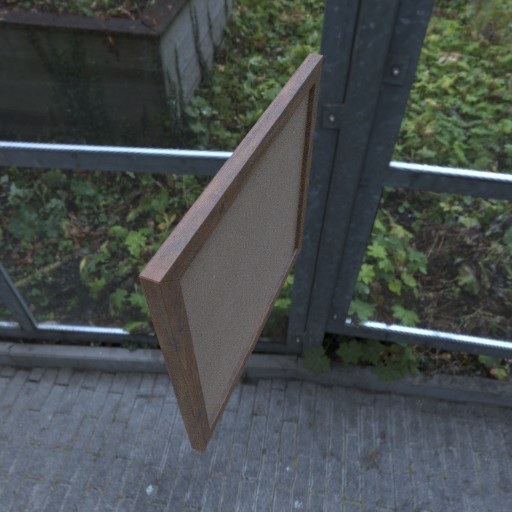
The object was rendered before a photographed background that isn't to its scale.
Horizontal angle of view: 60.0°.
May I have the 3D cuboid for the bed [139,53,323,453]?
[{"bbox_3d":[0.000,0.000,1.504,0.046,0.942,1.046,17,50,15],"label":"bed"}]
